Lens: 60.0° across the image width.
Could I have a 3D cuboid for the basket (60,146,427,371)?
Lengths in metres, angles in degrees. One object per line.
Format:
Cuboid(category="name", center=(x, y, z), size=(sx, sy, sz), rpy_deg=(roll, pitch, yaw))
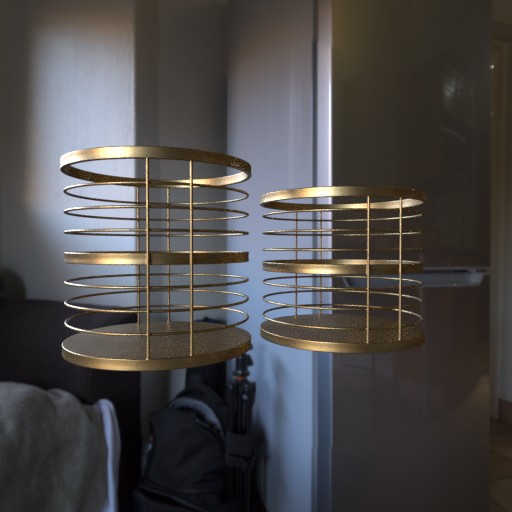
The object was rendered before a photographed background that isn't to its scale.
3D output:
Cuboid(category="basket", center=(0.000, 0.000, 0.923), size=(0.746, 0.351, 0.356), rpy_deg=(0, 1, -17))
